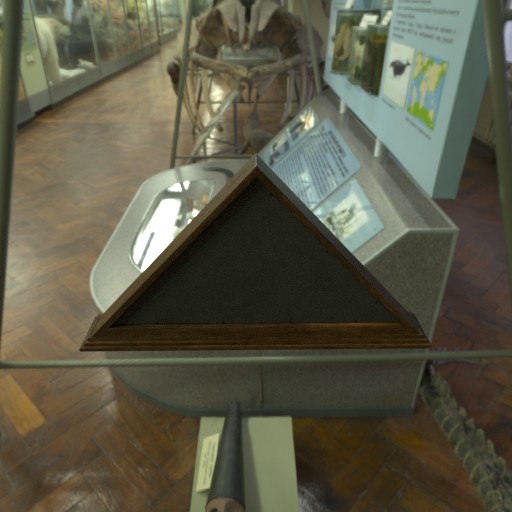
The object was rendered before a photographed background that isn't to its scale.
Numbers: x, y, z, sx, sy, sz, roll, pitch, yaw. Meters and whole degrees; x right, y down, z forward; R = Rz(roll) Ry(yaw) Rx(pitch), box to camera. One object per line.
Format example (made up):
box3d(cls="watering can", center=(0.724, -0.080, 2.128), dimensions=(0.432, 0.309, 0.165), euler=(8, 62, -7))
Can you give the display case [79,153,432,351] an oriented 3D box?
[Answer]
box3d(cls="display case", center=(0.000, 0.000, 0.764), dimensions=(0.640, 0.340, 0.095), euler=(0, 30, -1))
